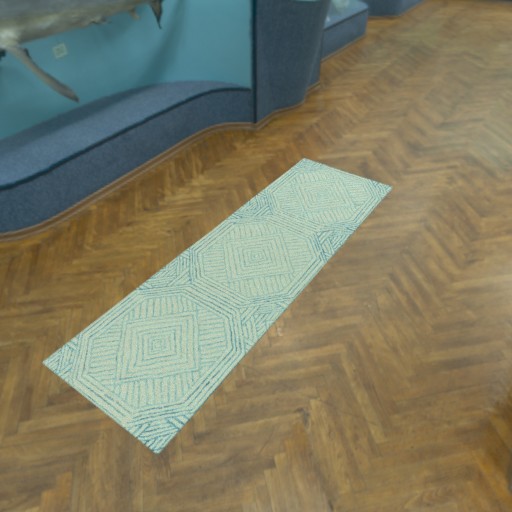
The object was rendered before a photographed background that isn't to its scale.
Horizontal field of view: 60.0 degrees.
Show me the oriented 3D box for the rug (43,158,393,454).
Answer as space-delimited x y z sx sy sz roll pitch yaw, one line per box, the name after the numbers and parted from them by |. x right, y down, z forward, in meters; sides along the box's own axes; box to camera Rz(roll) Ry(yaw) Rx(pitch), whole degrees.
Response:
0.000 0.000 2.706 0.775 0.012 2.452 25 47 26 | rug
